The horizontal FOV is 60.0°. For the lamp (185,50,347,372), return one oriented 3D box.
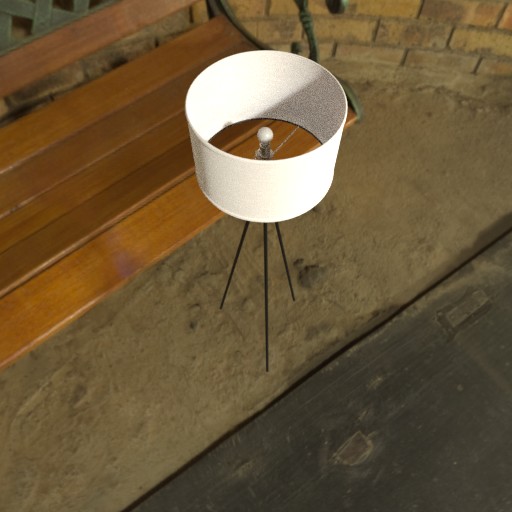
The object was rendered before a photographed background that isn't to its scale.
[{"bbox_3d":[0.000,0.000,1.781,0.458,1.545,0.448,15,61,9],"label":"lamp"}]
